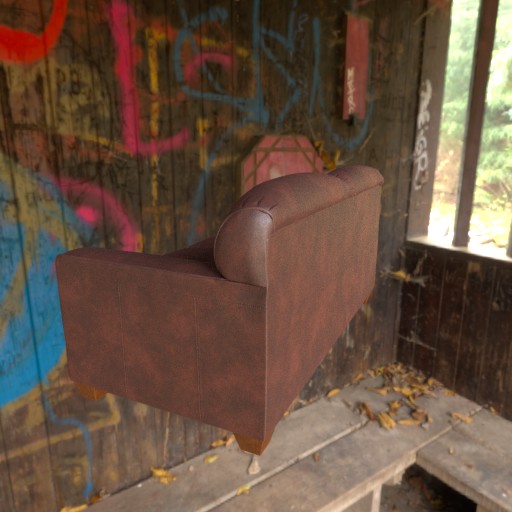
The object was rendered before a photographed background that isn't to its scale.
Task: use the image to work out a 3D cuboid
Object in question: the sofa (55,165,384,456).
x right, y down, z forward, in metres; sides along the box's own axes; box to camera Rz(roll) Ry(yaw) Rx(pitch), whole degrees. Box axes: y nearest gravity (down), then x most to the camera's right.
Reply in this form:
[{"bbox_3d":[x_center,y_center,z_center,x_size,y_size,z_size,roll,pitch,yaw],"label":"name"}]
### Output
[{"bbox_3d":[0.000,0.000,2.415,1.000,0.966,1.856,7,16,25],"label":"sofa"}]
